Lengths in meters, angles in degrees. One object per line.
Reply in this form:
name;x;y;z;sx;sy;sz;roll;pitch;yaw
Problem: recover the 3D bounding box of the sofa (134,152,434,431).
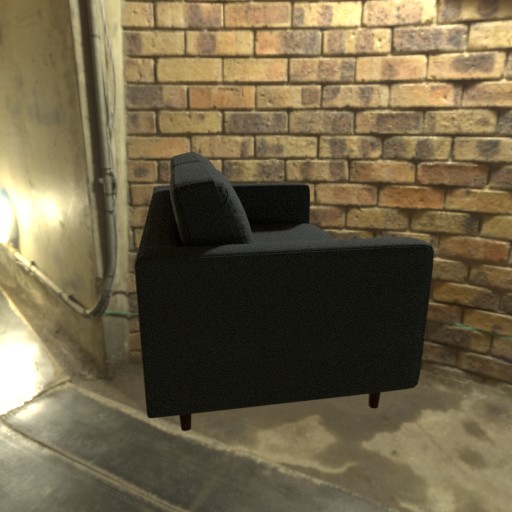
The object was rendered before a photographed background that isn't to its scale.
sofa;0.000;0.000;2.153;0.999;0.930;1.518;-3;17;-10
